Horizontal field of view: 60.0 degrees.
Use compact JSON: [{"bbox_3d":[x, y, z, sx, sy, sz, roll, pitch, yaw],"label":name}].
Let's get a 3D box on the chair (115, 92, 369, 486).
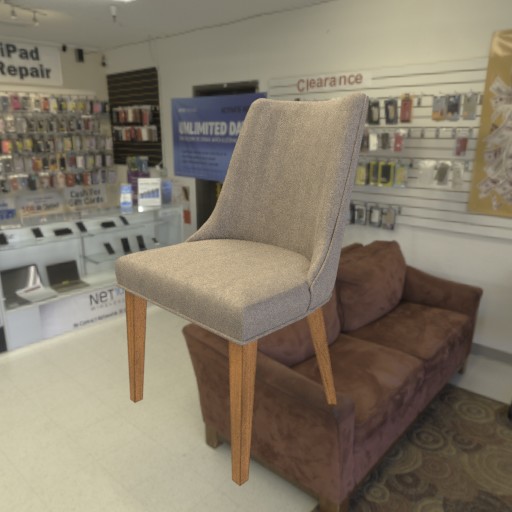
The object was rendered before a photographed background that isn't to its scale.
[{"bbox_3d":[0.000,0.000,1.313,0.548,0.916,0.636,15,22,42],"label":"chair"}]
